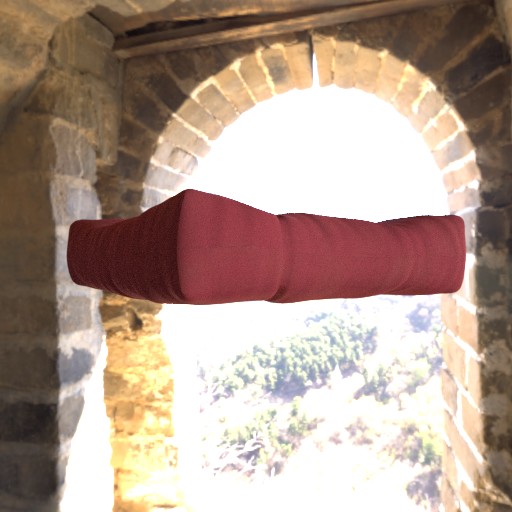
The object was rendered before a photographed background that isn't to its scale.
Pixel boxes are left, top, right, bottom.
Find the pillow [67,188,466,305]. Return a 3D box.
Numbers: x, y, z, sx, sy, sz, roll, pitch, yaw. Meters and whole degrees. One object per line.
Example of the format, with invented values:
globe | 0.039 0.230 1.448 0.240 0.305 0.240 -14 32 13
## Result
pillow | 0.000 0.000 0.716 0.490 0.128 0.468 1 -1 -35
